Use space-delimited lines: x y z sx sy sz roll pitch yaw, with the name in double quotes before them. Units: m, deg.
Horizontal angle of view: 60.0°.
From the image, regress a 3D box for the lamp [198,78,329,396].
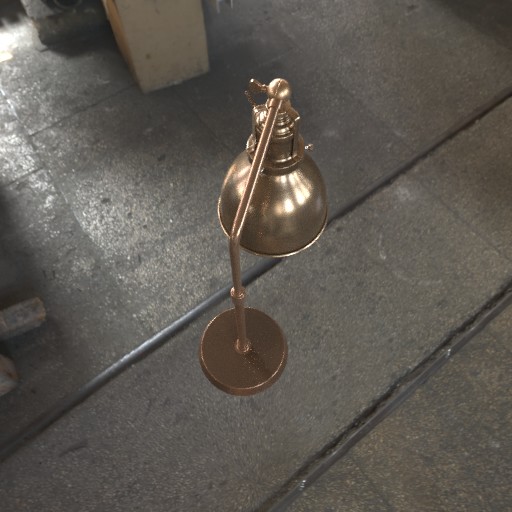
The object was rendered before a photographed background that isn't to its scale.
"lamp" 0.000 0.000 0.584 0.153 0.456 0.286 17 64 9
